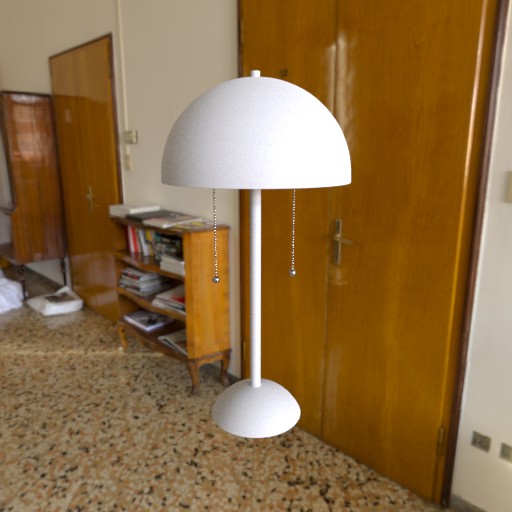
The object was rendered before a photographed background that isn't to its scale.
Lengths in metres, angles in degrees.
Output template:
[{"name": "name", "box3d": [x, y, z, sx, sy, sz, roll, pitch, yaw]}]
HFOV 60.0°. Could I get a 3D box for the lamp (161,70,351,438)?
[{"name": "lamp", "box3d": [0.000, 0.000, 0.424, 0.171, 0.330, 0.171, 0, 13, 0]}]
